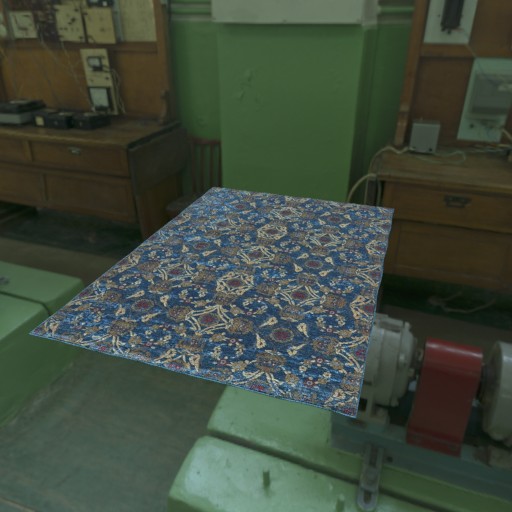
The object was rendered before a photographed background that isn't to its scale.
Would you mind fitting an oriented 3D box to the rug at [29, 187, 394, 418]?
[{"bbox_3d":[0.000,0.000,4.228,2.337,0.013,3.291,9,30,17],"label":"rug"}]
